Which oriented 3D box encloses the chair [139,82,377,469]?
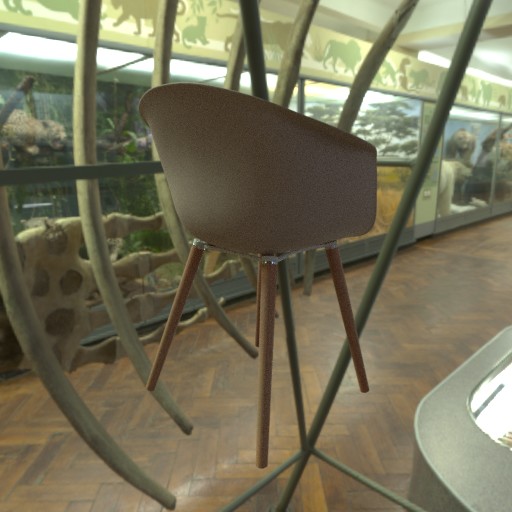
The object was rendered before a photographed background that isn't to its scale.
[{"bbox_3d":[0.000,0.000,1.135,0.504,0.781,0.593,-13,18,-43],"label":"chair"}]
